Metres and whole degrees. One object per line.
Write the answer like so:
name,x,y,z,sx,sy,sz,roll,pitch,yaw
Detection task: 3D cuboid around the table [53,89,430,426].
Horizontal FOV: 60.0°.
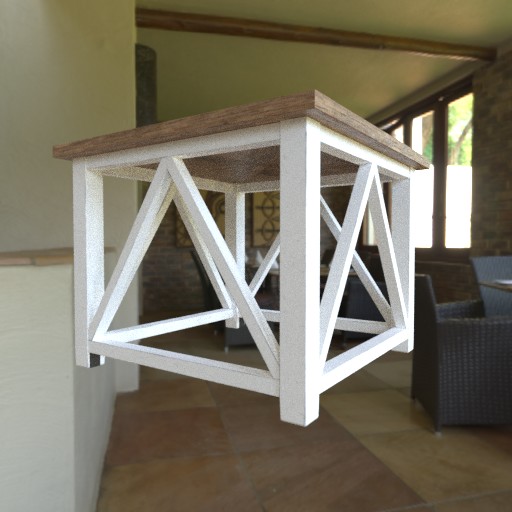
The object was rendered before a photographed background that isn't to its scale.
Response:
table,0.000,0.000,1.157,0.700,0.532,0.700,1,2,35
